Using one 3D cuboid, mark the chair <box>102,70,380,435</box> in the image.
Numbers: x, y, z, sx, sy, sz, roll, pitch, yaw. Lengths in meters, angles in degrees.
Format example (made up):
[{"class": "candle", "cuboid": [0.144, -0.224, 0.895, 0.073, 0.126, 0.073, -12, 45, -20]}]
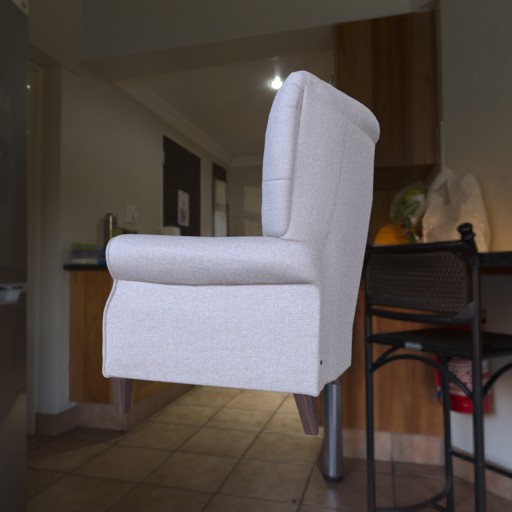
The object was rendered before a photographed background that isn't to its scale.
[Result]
[{"class": "chair", "cuboid": [0.000, 0.000, 1.899, 1.025, 1.209, 0.942, 0, -1, 18]}]
